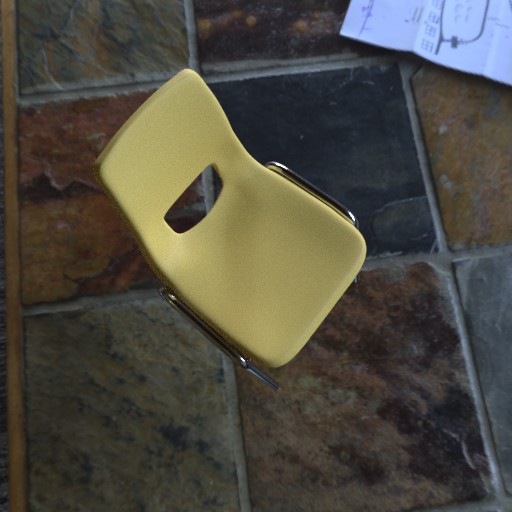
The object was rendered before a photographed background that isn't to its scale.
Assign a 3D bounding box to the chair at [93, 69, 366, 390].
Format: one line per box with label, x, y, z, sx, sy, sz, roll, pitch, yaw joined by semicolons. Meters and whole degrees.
chair;0.000;0.000;0.906;0.436;0.653;0.381;38;79;8
